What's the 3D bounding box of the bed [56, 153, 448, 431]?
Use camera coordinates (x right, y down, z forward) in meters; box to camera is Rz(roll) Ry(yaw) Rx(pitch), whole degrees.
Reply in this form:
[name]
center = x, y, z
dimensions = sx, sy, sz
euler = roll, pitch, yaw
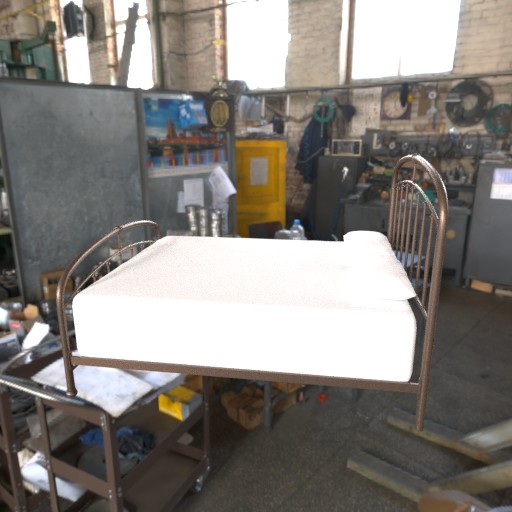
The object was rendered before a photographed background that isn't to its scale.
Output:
[bed]
center = 0.000, 0.000, 3.233
dimensions = 2.168, 1.475, 1.711
euler = 2, 16, 8
